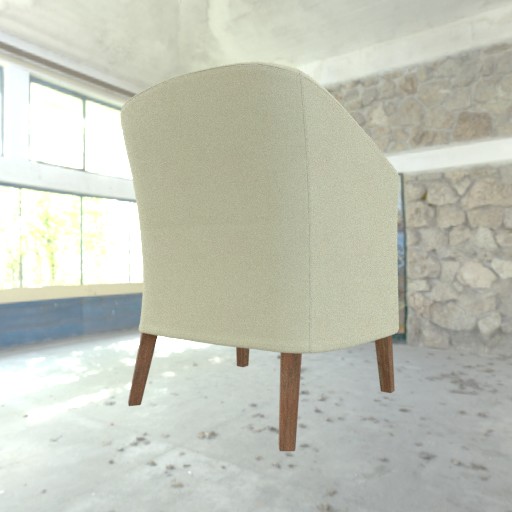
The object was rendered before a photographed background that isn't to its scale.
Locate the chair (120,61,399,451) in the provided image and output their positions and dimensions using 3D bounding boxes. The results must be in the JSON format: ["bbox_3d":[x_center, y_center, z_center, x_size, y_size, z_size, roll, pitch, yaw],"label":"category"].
[{"bbox_3d":[0.000,0.000,1.276,0.643,0.822,0.657,-1,-1,36],"label":"chair"}]
